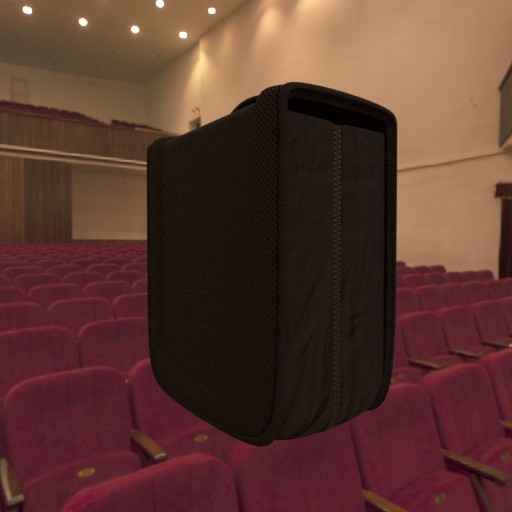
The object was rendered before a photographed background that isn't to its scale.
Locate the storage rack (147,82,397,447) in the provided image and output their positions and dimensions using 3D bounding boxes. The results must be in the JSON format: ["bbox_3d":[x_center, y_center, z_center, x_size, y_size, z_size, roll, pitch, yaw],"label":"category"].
[{"bbox_3d":[0.000,0.000,0.551,0.168,0.387,0.297,-1,2,-37],"label":"storage rack"}]
